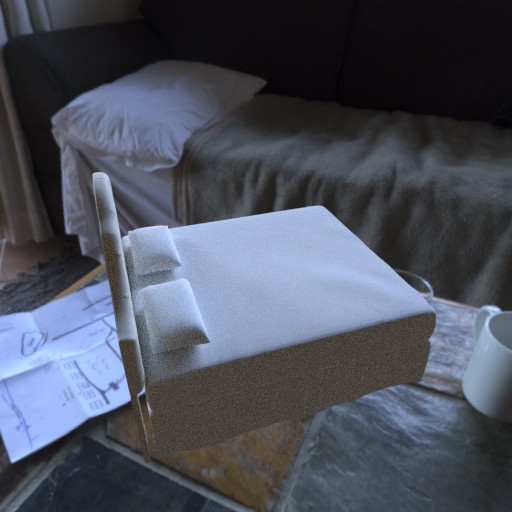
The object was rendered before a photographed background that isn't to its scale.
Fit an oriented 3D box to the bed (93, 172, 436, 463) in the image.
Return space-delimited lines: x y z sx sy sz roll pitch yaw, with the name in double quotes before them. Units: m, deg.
"bed" 0.000 0.000 3.571 2.214 1.615 2.008 -10 34 -16
